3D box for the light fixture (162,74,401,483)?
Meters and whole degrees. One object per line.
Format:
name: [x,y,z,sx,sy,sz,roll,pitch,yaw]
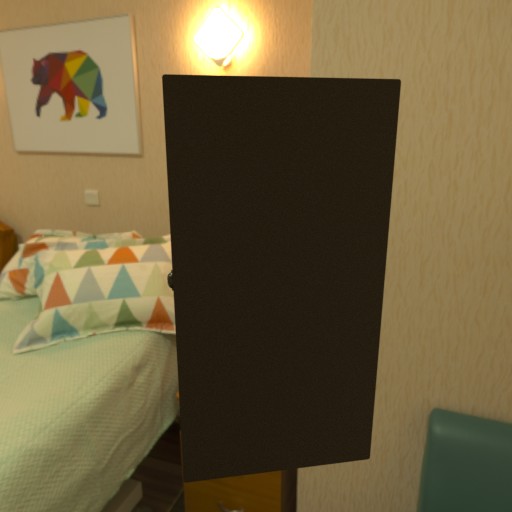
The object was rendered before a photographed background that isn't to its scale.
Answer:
light fixture: [0.000,0.000,0.257,0.098,0.179,0.138,-3,16,-9]
